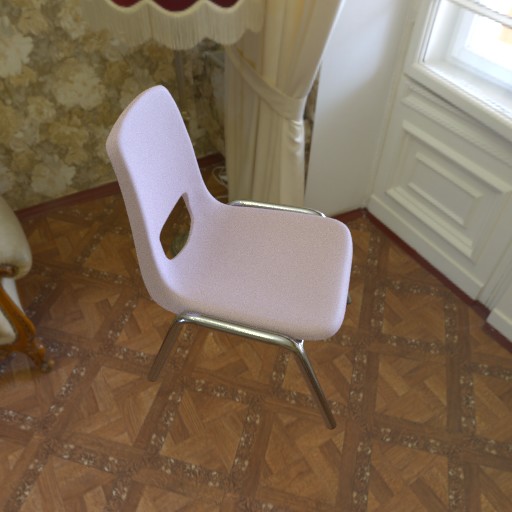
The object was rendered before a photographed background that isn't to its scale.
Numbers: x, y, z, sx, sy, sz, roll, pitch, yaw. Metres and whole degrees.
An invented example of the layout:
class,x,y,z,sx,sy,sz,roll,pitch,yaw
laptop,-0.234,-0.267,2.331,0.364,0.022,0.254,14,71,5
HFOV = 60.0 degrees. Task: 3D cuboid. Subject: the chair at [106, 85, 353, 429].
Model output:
class,x,y,z,sx,sy,sz,roll,pitch,yaw
chair,0.000,0.000,0.856,0.423,0.586,0.354,10,47,9
